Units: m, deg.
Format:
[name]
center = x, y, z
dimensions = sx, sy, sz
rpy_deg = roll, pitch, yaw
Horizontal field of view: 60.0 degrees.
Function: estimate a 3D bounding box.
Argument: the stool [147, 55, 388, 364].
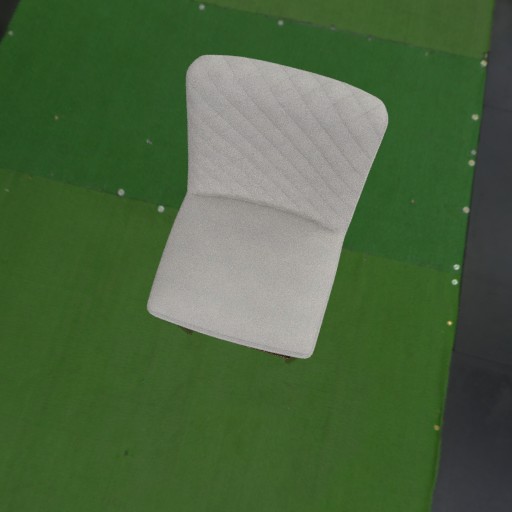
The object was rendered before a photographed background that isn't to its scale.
[stool]
center = 0.000, 0.000, 1.352
dimensions = 0.462, 1.084, 0.546
rpy_deg = 16, 76, 4
